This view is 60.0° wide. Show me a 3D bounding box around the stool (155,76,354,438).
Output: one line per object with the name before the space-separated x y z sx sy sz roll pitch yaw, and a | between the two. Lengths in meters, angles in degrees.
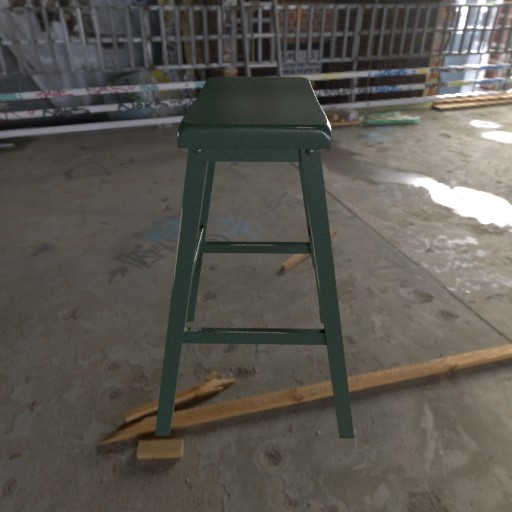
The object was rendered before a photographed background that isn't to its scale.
stool | 0.000 0.000 1.063 0.476 0.737 0.457 1 31 1
